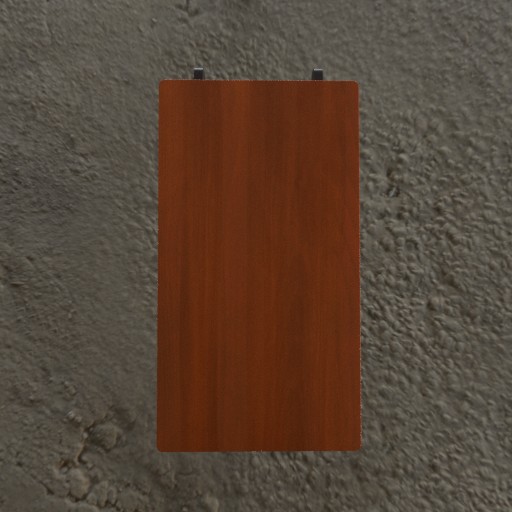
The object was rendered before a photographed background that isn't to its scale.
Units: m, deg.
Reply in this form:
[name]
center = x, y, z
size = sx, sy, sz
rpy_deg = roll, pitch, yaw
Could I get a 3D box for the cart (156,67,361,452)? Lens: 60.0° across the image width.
[cart]
center = 0.000, 0.000, 1.462
size = 0.457, 0.927, 0.899
rpy_deg = 0, 88, -1
